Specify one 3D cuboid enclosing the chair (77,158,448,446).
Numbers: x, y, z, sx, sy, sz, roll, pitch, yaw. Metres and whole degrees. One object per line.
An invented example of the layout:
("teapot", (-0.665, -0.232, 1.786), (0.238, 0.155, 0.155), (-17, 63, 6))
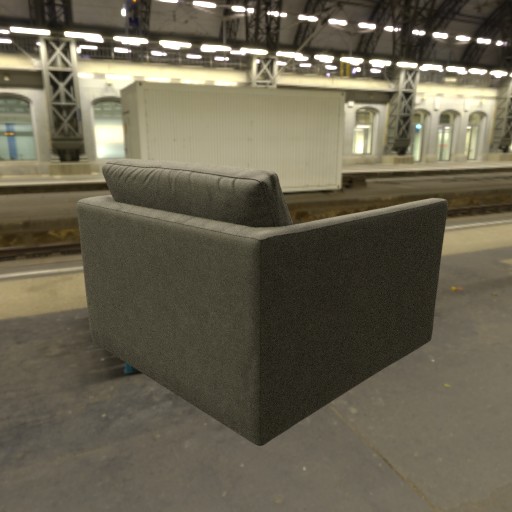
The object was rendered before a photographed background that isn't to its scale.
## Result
("chair", (0.000, 0.000, 1.900), (1.190, 0.845, 1.091), (14, 20, 42))
